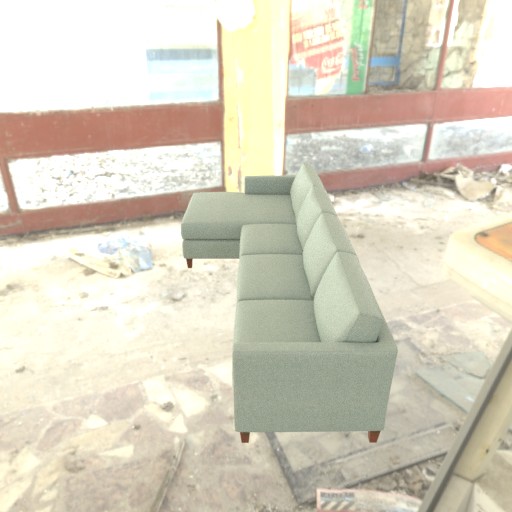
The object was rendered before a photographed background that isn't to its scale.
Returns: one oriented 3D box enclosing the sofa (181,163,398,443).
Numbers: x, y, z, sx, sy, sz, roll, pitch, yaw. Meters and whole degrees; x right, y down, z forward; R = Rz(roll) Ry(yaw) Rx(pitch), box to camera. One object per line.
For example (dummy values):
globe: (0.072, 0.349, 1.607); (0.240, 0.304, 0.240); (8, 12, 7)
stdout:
sofa: (0.000, 0.000, 4.086); (1.600, 0.953, 3.470); (0, 26, 0)
